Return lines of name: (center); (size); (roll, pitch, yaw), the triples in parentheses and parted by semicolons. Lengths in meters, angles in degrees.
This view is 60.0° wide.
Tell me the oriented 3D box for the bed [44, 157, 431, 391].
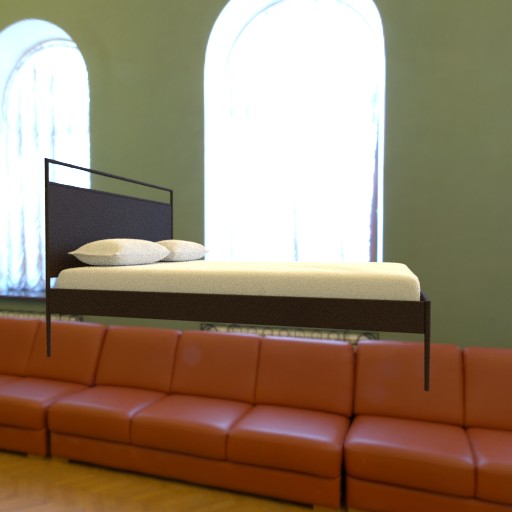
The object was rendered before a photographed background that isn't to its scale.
bed: (0.000, 0.000, 3.046); (2.122, 1.173, 1.572); (0, 1, 17)
